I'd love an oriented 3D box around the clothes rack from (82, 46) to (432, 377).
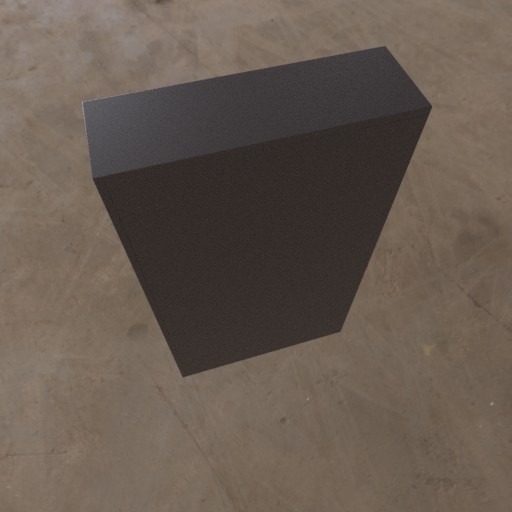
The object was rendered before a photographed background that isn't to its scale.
[{"bbox_3d":[0.000,0.000,1.537,0.750,1.280,0.250,-14,59,-9],"label":"clothes rack"}]
